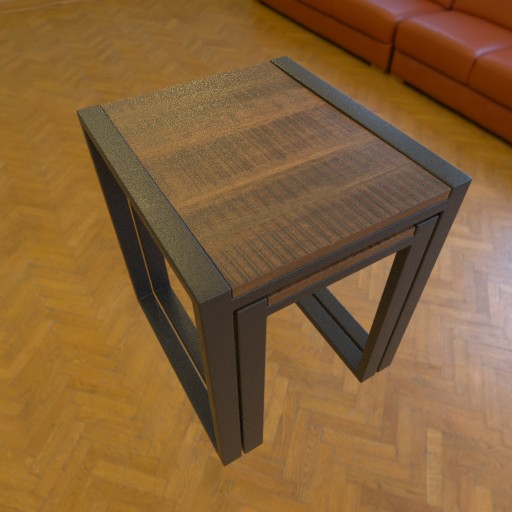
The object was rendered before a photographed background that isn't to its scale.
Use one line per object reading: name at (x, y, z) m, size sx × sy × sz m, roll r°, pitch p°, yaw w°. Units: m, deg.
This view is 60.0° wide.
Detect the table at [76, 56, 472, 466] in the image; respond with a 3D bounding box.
table at (0.000, 0.000, 0.921) m, size 0.449 × 0.550 × 0.500 m, roll -24°, pitch 51°, yaw -20°
